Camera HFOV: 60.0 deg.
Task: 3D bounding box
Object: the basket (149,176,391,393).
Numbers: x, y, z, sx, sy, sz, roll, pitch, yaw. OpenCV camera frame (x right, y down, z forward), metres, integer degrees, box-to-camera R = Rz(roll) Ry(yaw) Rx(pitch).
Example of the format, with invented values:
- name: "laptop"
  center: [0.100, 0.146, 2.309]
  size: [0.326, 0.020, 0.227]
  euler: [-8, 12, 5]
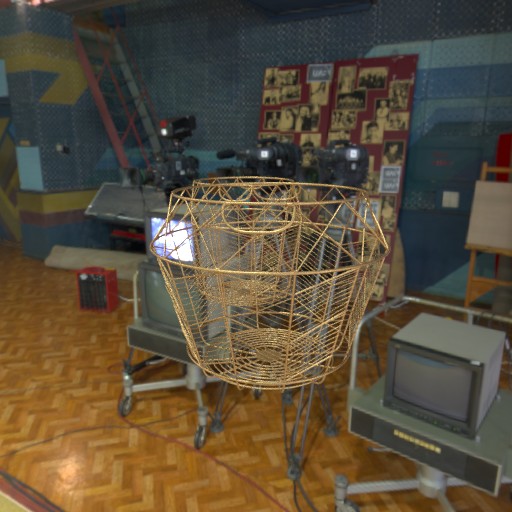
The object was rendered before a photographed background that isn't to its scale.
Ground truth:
- name: "basket"
  center: [0.000, 0.000, 1.045]
  size: [0.451, 0.343, 0.805]
  euler: [-2, 14, -8]
